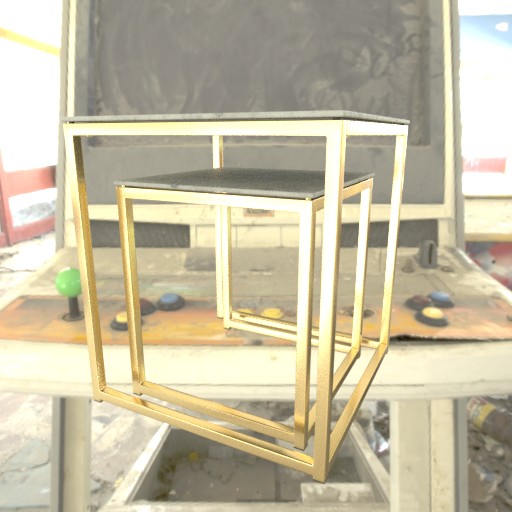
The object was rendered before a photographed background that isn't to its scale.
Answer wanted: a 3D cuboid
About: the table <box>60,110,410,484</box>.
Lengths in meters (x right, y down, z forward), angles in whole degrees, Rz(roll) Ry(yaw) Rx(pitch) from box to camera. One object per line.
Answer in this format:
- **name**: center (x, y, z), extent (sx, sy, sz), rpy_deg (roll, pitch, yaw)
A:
- **table**: center (0.000, 0.000, 0.845), extent (0.450, 0.500, 0.450), rpy_deg (8, 17, 26)
